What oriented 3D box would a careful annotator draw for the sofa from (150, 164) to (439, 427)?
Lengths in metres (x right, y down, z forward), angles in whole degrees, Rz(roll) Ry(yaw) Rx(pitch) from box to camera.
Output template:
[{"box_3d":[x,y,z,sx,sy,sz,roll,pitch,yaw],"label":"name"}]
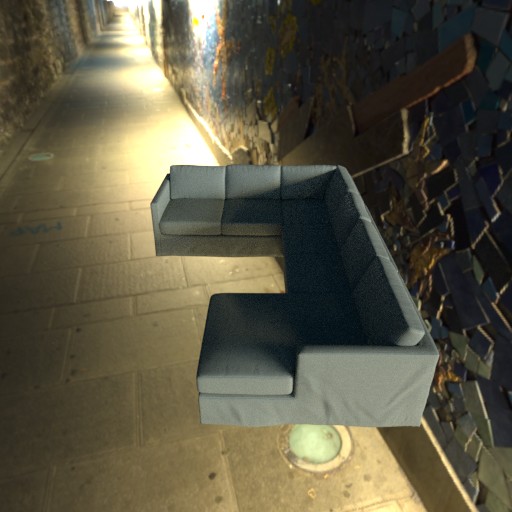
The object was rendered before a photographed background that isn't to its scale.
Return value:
[{"box_3d":[0.000,0.000,4.460,2.427,0.882,3.460,0,30,1],"label":"sofa"}]
